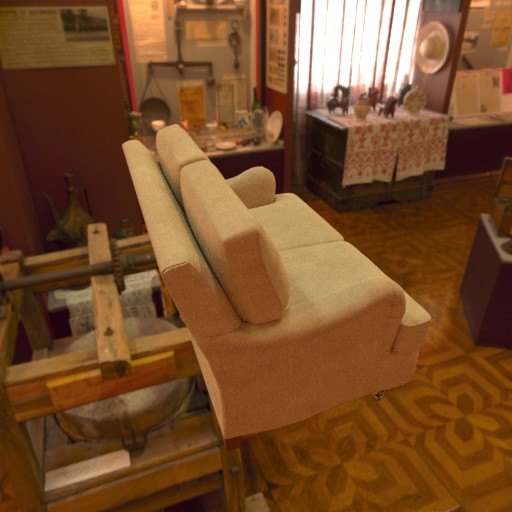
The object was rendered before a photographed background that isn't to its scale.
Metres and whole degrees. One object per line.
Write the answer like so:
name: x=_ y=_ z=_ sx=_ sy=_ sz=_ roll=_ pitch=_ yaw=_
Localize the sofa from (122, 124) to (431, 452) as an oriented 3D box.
sofa: x=0.000 y=0.000 z=2.254 sx=1.086 sy=1.087 sz=1.498 roll=-10 pitch=31 yaw=-17
